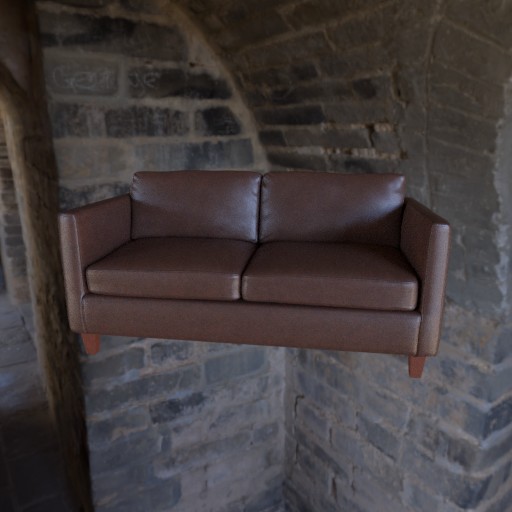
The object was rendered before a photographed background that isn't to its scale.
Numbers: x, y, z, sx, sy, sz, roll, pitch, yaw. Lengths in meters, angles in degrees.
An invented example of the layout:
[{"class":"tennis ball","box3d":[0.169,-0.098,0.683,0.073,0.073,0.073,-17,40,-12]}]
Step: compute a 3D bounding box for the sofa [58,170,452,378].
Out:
[{"class":"sofa","box3d":[0.000,0.000,2.547,1.883,0.933,0.951,2,15,8]}]
